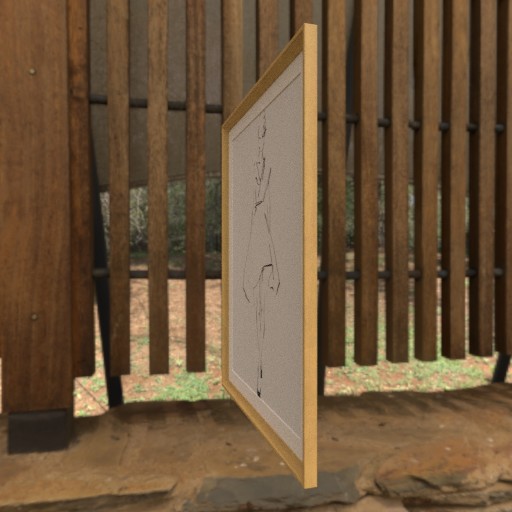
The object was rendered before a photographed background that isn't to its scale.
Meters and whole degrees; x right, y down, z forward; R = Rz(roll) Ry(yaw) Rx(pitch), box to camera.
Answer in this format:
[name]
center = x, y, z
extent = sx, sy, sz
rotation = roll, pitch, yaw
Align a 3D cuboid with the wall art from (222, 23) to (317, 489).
[wall art]
center = 0.000, 0.000, 1.338
extent = 0.030, 1.002, 0.798
rotation = 0, 0, -17
